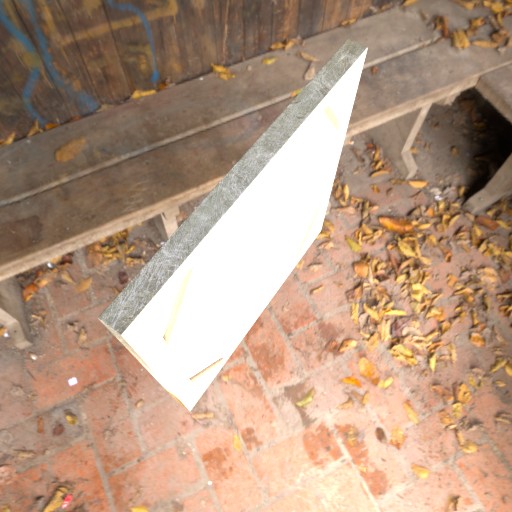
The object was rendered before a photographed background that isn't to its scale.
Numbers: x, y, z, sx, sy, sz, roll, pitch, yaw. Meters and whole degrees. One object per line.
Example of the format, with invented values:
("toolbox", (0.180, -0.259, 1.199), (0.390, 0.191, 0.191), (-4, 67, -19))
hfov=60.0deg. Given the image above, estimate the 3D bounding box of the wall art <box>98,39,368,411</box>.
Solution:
("wall art", (0.000, 0.000, 0.910), (0.038, 0.610, 0.610), (32, 67, 15))
